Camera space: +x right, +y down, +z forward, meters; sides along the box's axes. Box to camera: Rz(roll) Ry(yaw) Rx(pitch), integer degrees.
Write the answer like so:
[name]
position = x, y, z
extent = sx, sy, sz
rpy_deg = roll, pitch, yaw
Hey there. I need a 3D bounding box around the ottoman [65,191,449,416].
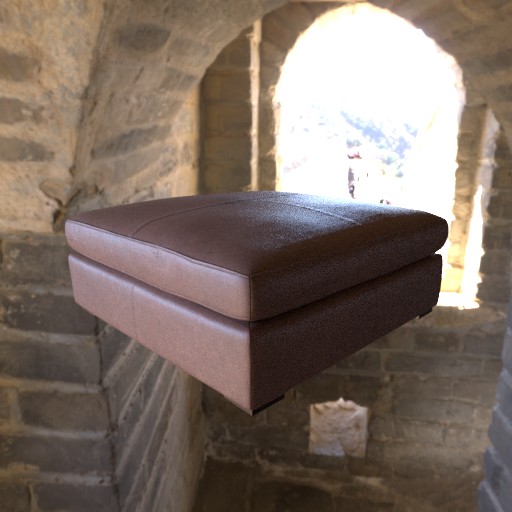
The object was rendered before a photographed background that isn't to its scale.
[ottoman]
position = 0.000, 0.000, 1.866
extent = 1.168, 0.490, 1.168
rpy_deg = -14, 20, -42
